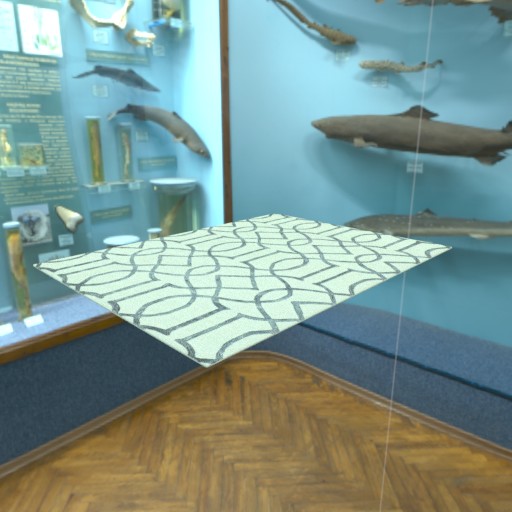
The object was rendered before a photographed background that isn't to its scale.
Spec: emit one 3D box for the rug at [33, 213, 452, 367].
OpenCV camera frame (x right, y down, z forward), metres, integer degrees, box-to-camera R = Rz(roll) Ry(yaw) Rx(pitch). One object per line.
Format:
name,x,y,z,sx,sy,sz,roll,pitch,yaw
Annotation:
rug,0.000,0.000,3.828,2.211,0.021,2.910,16,23,42
